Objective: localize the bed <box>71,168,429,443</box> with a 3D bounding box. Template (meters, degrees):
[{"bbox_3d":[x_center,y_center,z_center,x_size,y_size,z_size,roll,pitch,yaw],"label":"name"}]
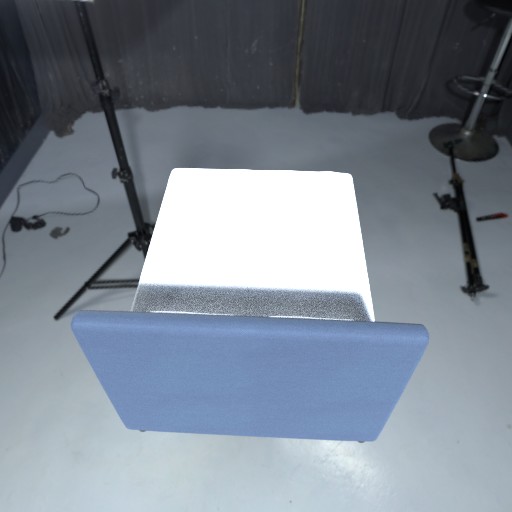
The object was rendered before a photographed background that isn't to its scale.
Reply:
[{"bbox_3d":[0.000,0.000,3.189,1.713,1.330,2.162,2,48,2],"label":"bed"}]
